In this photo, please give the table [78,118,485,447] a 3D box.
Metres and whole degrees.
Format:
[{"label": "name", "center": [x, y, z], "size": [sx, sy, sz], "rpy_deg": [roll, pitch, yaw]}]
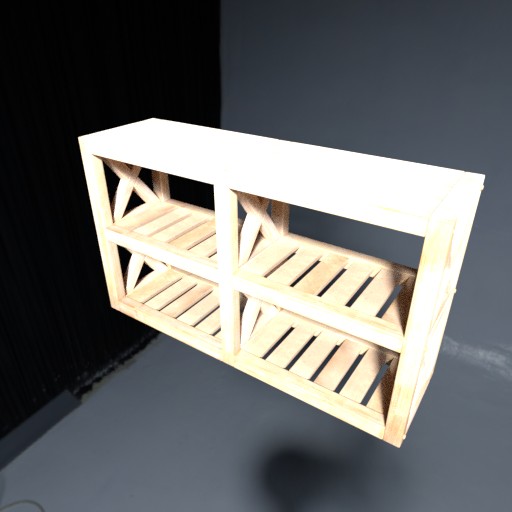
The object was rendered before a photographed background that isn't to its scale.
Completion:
[{"label": "table", "center": [0.000, 0.000, 1.621], "size": [1.320, 0.762, 0.381], "rpy_deg": [18, 34, 29]}]
